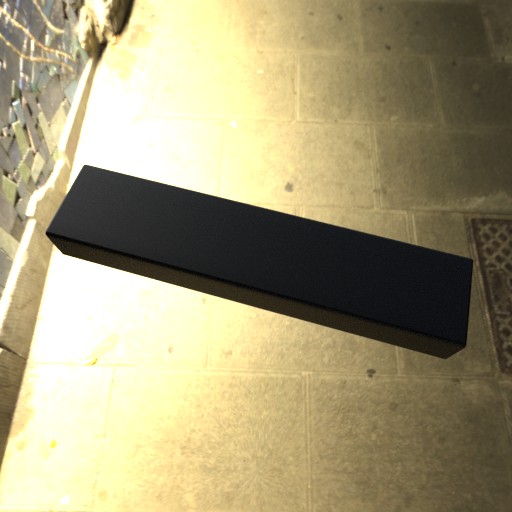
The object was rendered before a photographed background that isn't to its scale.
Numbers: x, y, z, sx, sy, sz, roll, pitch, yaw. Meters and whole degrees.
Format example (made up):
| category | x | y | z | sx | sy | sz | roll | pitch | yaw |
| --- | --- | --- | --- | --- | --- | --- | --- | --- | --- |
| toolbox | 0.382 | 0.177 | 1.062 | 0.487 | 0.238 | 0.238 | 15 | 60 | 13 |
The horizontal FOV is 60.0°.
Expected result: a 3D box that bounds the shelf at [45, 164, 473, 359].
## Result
| category | x | y | z | sx | sy | sz | roll | pitch | yaw |
| --- | --- | --- | --- | --- | --- | --- | --- | --- | --- |
| shelf | 0.000 | 0.000 | 0.503 | 0.456 | 0.053 | 0.102 | 15 | 65 | 7 |
